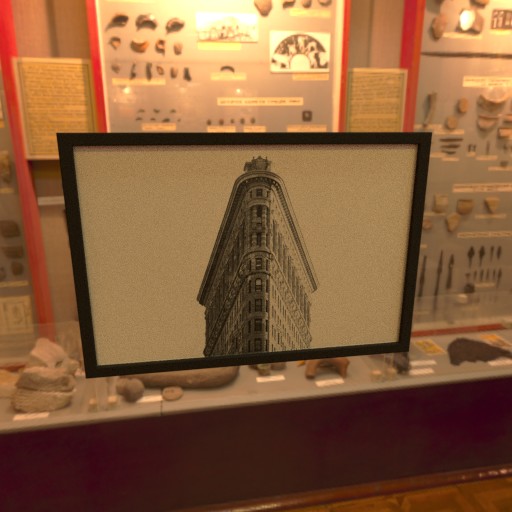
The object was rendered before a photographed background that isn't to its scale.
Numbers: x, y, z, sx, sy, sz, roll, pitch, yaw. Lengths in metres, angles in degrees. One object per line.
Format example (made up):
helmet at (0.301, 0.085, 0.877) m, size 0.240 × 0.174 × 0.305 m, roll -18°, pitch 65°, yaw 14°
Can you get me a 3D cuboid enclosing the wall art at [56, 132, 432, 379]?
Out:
wall art at (0.000, 0.000, 1.221) m, size 0.958 × 0.656 × 0.026 m, roll -3°, pitch 16°, yaw -9°
